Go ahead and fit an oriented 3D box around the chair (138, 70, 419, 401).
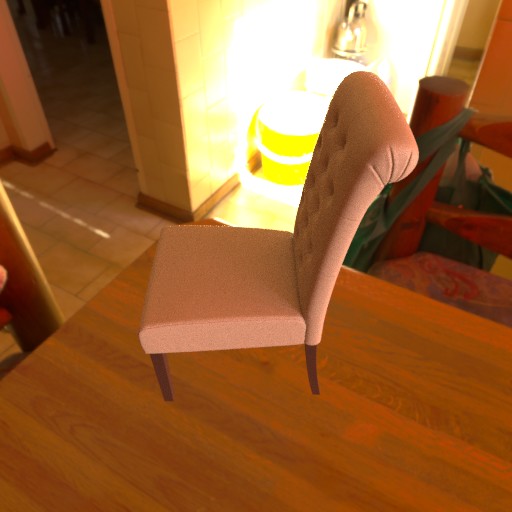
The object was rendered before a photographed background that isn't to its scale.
[{"bbox_3d":[0.000,0.000,1.353,0.671,1.006,0.456,0,43,0],"label":"chair"}]
